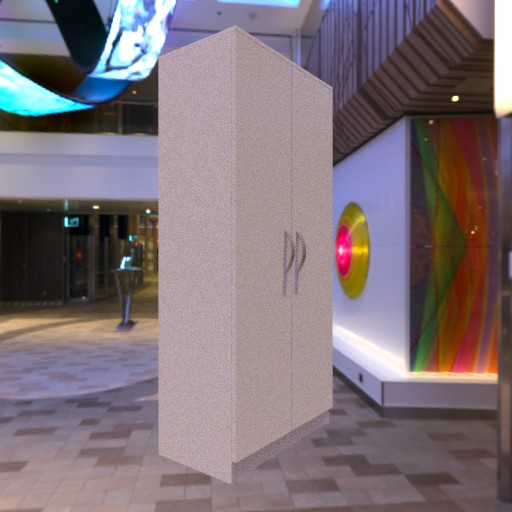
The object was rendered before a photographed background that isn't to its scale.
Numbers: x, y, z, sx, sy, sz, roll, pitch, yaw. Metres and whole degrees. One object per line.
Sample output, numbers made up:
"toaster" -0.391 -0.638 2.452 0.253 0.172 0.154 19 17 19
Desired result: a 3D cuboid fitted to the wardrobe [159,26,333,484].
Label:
"wardrobe" 0.000 0.000 2.056 0.470 1.700 0.760 0 0 37
